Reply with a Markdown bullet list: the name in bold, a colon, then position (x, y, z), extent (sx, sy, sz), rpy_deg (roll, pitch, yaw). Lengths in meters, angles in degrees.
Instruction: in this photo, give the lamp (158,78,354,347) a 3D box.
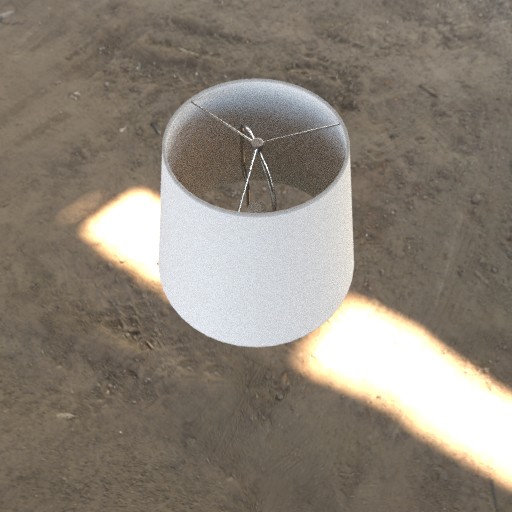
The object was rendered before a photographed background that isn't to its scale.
- **lamp**: position (0.000, 0.000, 0.815), extent (0.355, 0.582, 0.355), rpy_deg (0, 59, 0)
